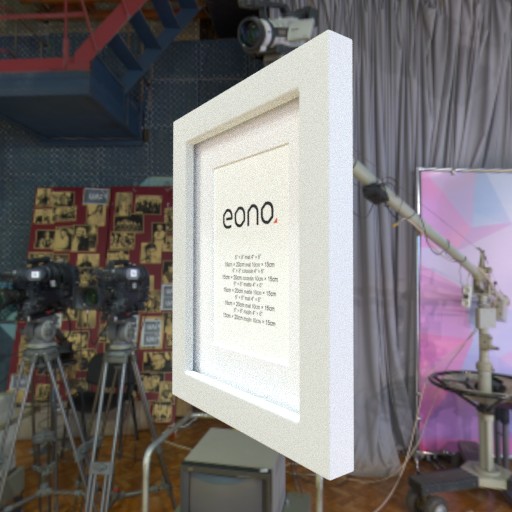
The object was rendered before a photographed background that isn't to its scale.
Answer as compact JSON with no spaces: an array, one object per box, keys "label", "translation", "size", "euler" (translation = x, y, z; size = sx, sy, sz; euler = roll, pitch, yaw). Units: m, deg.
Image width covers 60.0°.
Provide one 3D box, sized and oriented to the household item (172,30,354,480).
[{"label":"household item","translation":[0.000,0.000,0.339],"size":[0.045,0.250,0.200],"euler":[1,-1,-36]}]
